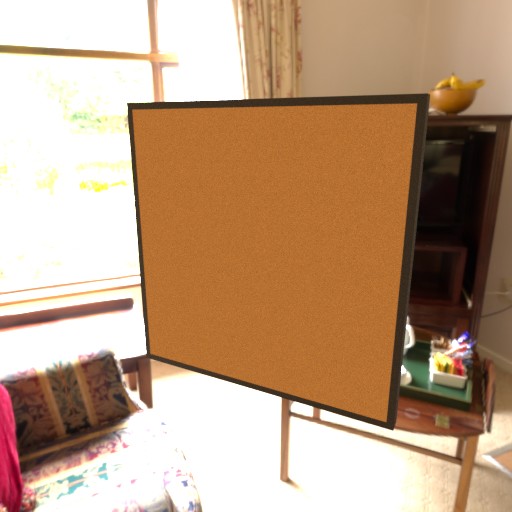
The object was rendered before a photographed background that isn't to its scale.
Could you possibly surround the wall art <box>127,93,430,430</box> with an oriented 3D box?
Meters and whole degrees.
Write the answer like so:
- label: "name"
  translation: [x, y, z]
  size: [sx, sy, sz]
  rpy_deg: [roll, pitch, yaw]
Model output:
- label: "wall art"
  translation: [0.000, 0.000, 1.142]
  size: [0.763, 0.763, 0.038]
  rpy_deg: [8, 18, 26]
